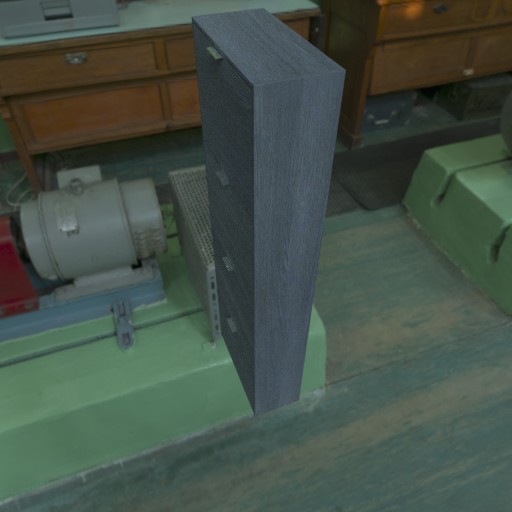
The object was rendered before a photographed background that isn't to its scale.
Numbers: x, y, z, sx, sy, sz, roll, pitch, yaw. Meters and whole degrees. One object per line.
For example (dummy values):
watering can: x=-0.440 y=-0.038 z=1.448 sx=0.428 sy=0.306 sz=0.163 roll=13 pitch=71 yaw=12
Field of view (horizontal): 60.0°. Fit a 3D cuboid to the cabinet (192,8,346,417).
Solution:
cabinet: x=0.000 y=0.000 z=1.765 sx=0.255 sy=1.630 sz=0.520 roll=-15 pitch=47 yaw=-15
